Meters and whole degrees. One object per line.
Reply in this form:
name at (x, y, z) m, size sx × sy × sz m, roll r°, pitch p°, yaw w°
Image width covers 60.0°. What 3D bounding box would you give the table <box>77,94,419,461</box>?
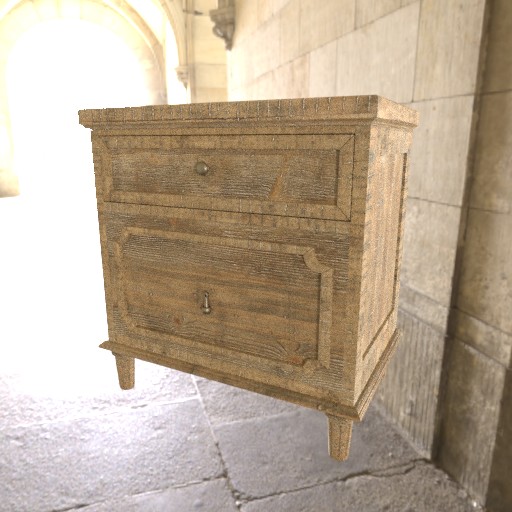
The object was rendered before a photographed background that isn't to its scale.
table at (0.000, 0.000, 1.133) m, size 0.686 × 0.711 × 0.457 m, roll 7°, pitch 16°, yaw 27°
